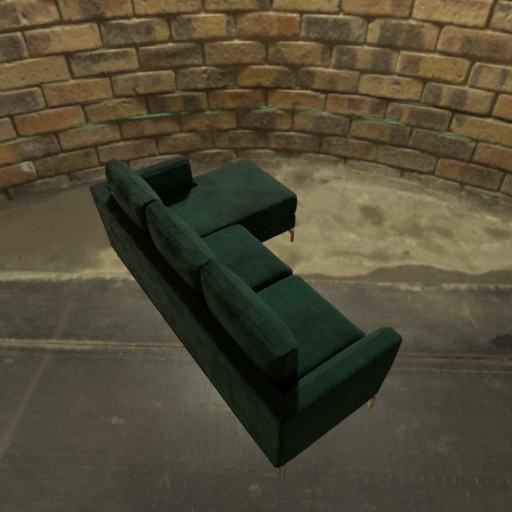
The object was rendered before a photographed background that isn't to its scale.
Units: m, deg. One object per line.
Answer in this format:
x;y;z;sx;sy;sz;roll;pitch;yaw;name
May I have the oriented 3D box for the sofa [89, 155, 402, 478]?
0.000;0.000;3.221;1.489;1.007;2.441;-26;48;-26;sofa
